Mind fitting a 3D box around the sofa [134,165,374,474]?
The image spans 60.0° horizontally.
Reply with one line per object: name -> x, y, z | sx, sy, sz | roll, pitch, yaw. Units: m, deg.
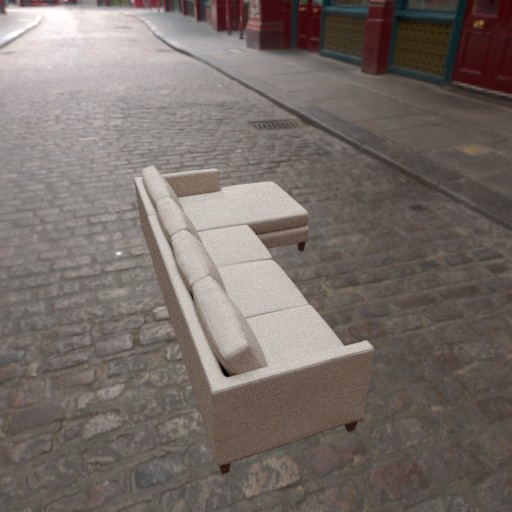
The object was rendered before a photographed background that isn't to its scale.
sofa -> 0.000, 0.000, 3.794 | 1.625, 0.846, 3.186 | -11, 32, -17
